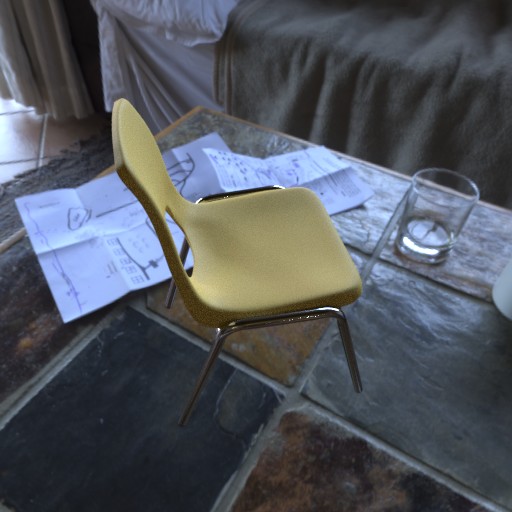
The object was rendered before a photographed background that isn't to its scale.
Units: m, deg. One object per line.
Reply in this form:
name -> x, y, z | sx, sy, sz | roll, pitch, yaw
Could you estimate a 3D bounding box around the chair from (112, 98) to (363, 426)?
chair -> 0.000, 0.000, 0.908 | 0.436, 0.653, 0.381 | -9, 47, -9
